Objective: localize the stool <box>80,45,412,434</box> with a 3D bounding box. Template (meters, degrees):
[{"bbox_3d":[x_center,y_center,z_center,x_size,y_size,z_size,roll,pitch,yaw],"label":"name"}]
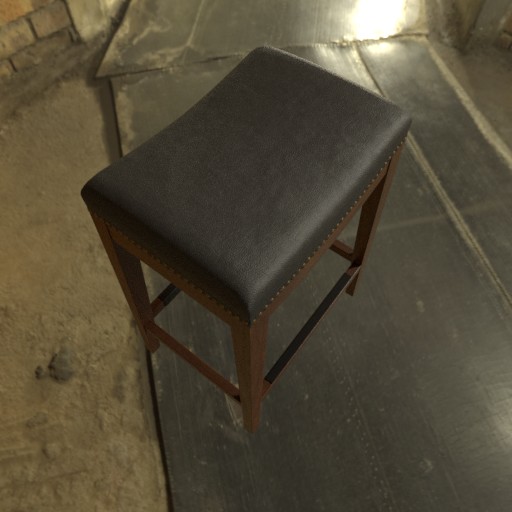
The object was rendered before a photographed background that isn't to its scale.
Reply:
[{"bbox_3d":[0.000,0.000,0.940,0.353,0.664,0.490,33,64,19],"label":"stool"}]
